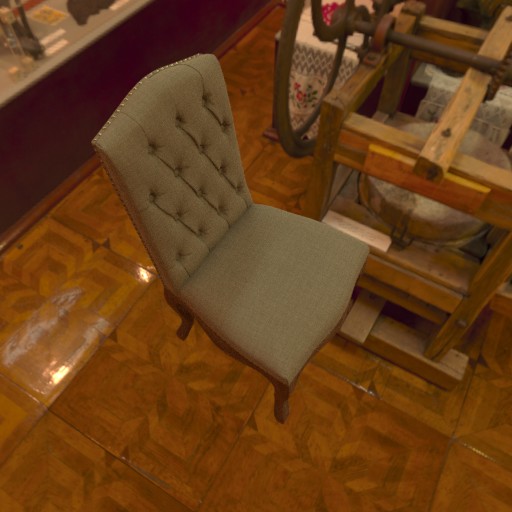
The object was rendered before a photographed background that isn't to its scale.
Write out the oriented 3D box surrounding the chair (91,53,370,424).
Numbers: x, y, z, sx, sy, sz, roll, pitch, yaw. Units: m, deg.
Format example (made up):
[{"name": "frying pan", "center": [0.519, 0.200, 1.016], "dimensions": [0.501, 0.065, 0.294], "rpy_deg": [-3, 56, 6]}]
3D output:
[{"name": "chair", "center": [0.000, 0.000, 1.586], "dimensions": [0.731, 1.191, 0.637], "rpy_deg": [28, 61, 17]}]
